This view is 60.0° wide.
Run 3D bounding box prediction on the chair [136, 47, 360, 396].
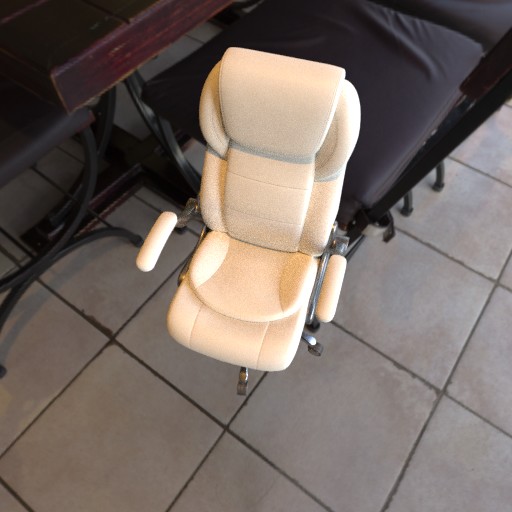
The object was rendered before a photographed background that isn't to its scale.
[{"bbox_3d":[0.000,0.000,1.806,0.755,1.330,0.806,15,59,9],"label":"chair"}]
